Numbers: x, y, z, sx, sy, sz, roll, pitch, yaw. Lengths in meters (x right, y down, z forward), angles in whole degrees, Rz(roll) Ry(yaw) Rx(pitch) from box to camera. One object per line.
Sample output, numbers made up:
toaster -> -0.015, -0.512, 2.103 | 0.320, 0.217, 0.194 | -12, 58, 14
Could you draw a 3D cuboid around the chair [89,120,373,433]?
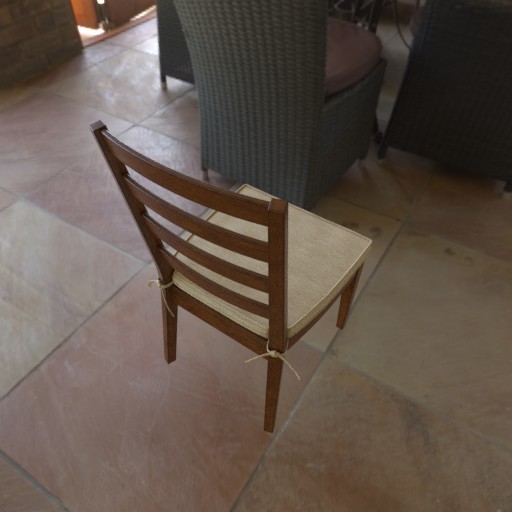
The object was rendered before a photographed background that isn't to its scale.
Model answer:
chair -> 0.000, 0.000, 1.359 | 0.593, 0.979, 0.595 | 27, 52, 24
